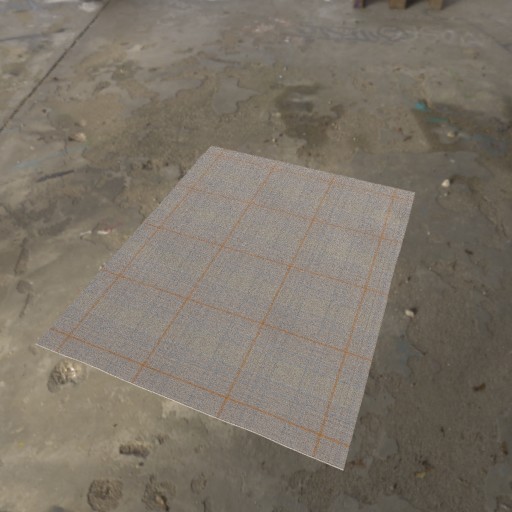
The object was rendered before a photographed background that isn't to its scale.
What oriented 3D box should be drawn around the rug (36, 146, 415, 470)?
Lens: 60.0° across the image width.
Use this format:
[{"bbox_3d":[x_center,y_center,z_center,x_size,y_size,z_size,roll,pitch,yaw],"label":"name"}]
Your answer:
[{"bbox_3d":[0.000,0.000,4.088,2.448,0.021,3.051,16,48,15],"label":"rug"}]
